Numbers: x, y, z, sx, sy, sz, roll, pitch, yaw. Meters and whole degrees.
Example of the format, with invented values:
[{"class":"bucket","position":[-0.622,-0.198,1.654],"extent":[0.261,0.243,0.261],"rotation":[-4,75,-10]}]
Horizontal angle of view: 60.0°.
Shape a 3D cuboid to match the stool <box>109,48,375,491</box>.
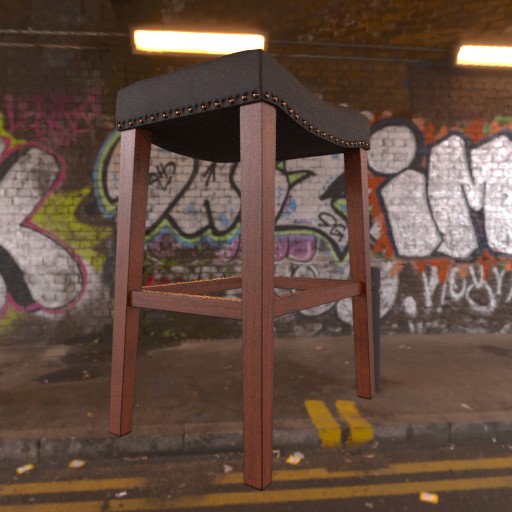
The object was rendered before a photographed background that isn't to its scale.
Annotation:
[{"class":"stool","position":[0.000,0.000,0.851],"extent":[0.320,0.612,0.439],"rotation":[1,2,34]}]
